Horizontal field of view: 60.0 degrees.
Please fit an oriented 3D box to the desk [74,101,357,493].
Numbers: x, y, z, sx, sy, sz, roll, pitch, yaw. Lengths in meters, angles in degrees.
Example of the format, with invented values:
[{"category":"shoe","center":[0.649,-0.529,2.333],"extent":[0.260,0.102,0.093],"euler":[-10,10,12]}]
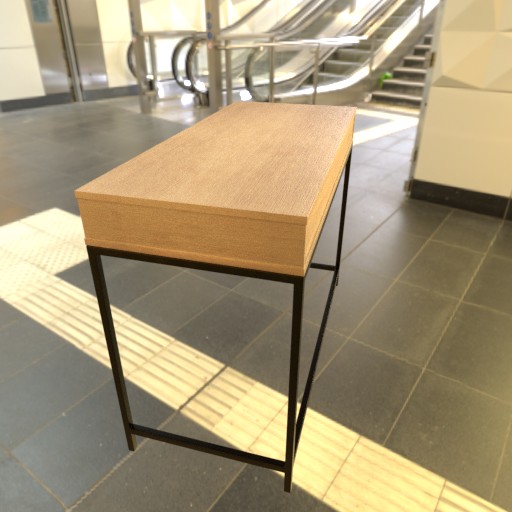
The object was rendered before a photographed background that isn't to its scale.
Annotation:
[{"category":"desk","center":[0.000,0.000,1.417],"extent":[0.470,0.762,1.016],"euler":[8,30,14]}]
